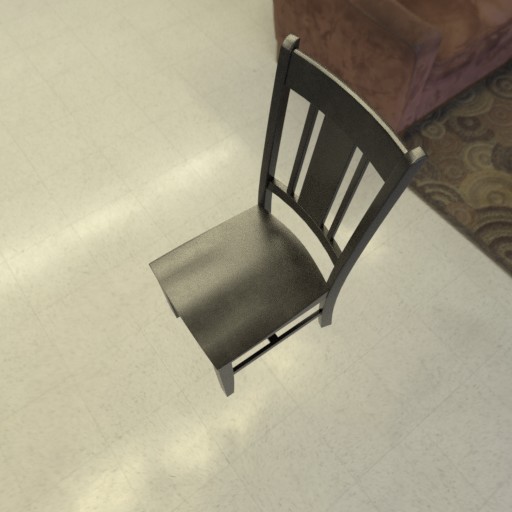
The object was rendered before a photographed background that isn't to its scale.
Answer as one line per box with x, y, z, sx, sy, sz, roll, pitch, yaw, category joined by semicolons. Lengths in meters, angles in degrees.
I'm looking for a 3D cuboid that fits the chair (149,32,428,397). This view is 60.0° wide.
0.000;0.000;1.323;0.555;0.998;0.450;-32;67;-15;chair
